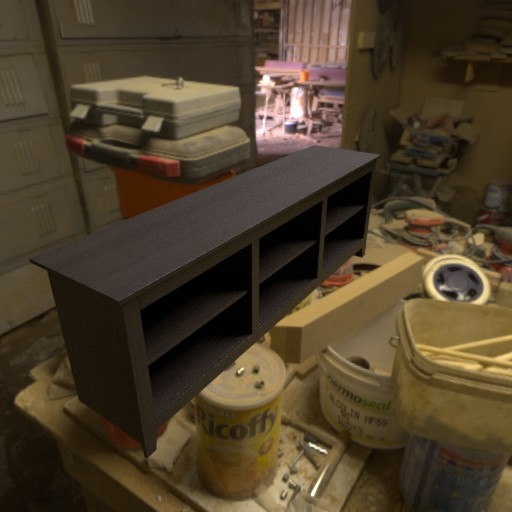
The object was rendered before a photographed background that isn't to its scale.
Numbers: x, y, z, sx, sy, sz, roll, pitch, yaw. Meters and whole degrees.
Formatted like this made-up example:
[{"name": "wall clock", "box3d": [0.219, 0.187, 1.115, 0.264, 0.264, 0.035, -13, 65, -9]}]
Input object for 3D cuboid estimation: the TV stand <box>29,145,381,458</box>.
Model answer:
[{"name": "TV stand", "box3d": [0.000, 0.000, 2.005, 0.406, 0.610, 1.778, 18, 32, 31]}]
